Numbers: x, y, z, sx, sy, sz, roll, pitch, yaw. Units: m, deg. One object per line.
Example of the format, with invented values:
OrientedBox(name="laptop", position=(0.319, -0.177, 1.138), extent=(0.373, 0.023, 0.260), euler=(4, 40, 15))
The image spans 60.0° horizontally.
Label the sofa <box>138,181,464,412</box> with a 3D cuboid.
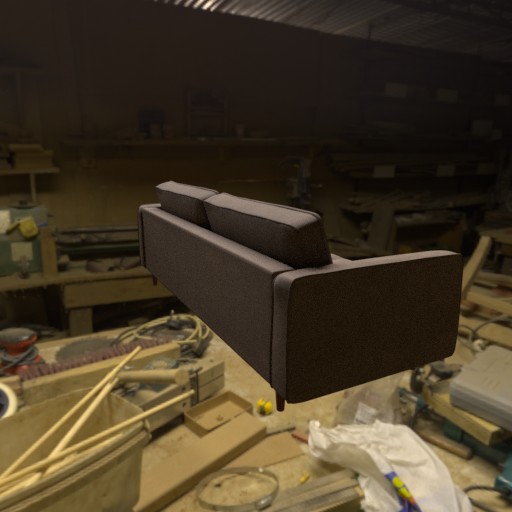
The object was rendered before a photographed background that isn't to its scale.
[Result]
OrientedBox(name="sofa", position=(0.000, 0.000, 2.723), extent=(0.923, 0.813, 2.295), euler=(-7, 16, -27))
